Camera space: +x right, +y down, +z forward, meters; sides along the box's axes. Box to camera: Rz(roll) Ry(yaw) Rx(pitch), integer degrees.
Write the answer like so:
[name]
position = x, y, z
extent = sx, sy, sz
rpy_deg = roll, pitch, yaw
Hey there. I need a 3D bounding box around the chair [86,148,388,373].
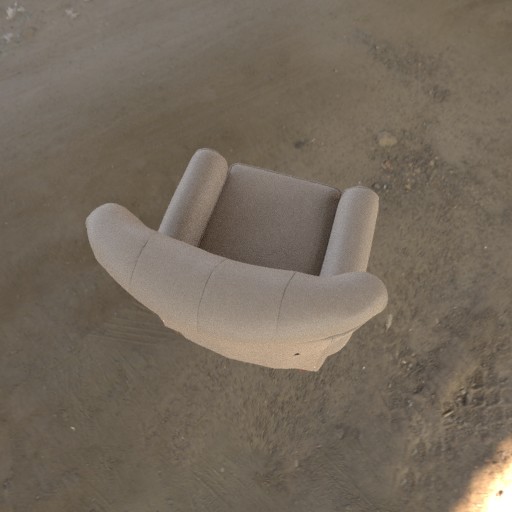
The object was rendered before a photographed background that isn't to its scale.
[chair]
position = 0.000, 0.000, 1.949
extent = 0.999, 1.138, 1.041
rpy_deg = 16, 64, 8
